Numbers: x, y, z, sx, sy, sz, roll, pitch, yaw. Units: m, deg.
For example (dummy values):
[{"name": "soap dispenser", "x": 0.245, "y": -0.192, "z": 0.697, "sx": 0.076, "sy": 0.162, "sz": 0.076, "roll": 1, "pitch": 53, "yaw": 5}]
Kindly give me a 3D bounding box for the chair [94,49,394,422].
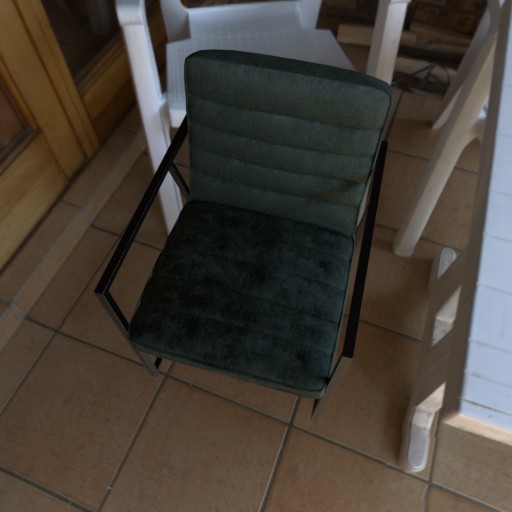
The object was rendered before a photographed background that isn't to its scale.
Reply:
[{"name": "chair", "x": 0.000, "y": 0.000, "z": 1.255, "sx": 0.571, "sy": 0.833, "sz": 0.677, "roll": 13, "pitch": 59, "yaw": 8}]
